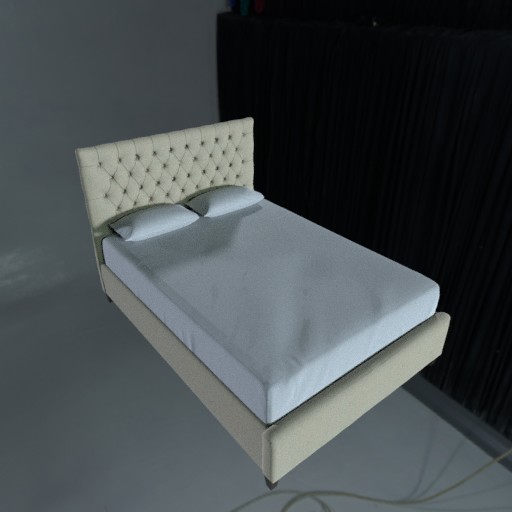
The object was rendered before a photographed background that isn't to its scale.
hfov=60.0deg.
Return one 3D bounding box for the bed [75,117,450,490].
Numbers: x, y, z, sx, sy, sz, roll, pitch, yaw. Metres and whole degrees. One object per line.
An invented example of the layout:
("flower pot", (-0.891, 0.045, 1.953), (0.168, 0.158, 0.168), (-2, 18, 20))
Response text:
("bed", (0.000, 0.000, 3.371), (1.698, 1.427, 2.387), (-22, 37, -32))
